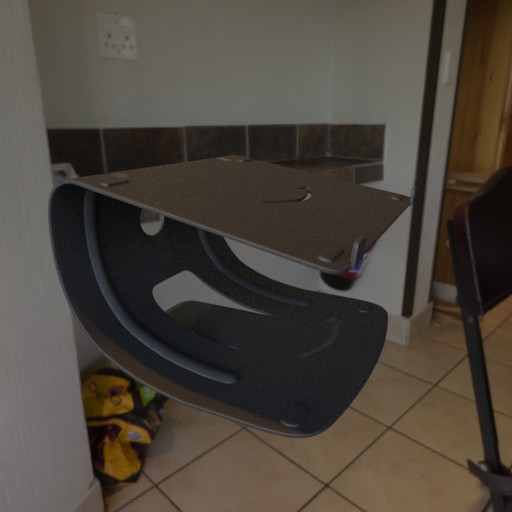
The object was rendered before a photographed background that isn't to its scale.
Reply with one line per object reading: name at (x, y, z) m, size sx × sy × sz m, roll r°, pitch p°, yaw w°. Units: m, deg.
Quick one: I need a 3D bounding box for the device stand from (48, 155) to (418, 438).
device stand at (0.000, 0.000, 0.399) m, size 0.236 × 0.155 × 0.256 m, roll 8°, pitch 19°, yaw 25°
